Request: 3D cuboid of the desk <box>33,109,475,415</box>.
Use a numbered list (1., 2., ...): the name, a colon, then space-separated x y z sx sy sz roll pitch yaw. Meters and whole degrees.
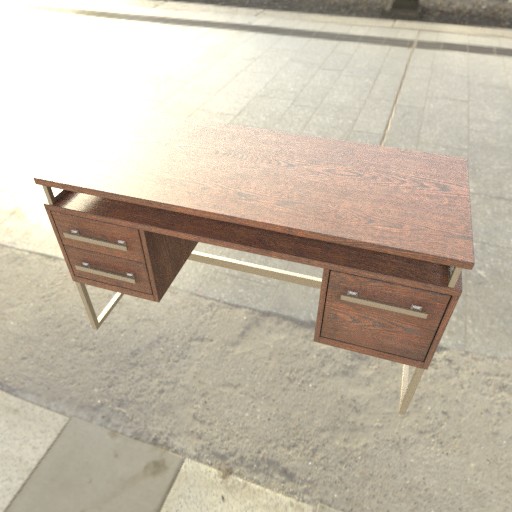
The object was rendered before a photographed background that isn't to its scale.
1. desk: 0.000 0.000 1.782 1.384 0.792 0.610 12 43 13
